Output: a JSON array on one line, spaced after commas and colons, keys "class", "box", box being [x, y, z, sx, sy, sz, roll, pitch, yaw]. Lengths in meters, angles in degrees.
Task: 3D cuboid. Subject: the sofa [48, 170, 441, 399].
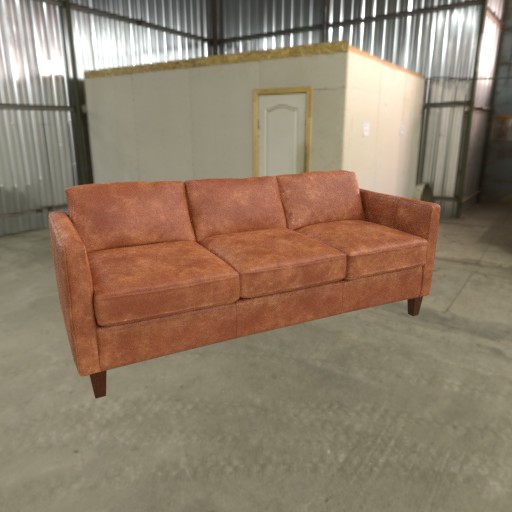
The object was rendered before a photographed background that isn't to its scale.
[{"class": "sofa", "box": [0.000, 0.000, 3.005, 2.464, 1.006, 1.045, -8, 19, -26]}]
